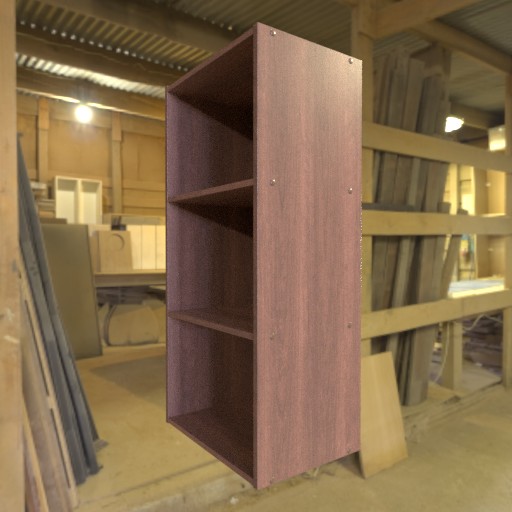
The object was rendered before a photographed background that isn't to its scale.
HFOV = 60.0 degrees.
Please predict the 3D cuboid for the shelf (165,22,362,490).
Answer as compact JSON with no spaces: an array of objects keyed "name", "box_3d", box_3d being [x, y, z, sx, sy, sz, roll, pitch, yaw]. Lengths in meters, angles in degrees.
[{"name":"shelf","box_3d":[0.000,0.000,1.082,0.290,0.879,0.414,-1,1,-36]}]
